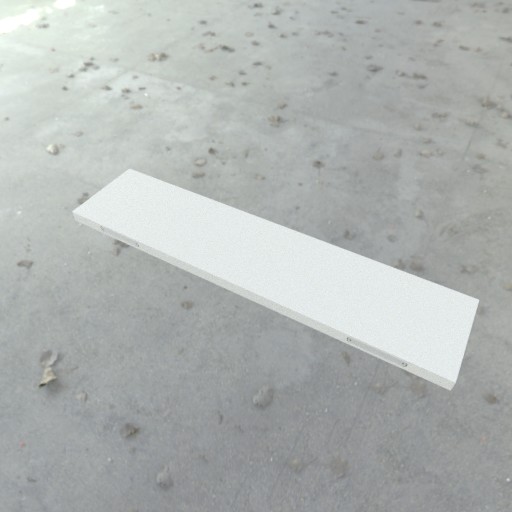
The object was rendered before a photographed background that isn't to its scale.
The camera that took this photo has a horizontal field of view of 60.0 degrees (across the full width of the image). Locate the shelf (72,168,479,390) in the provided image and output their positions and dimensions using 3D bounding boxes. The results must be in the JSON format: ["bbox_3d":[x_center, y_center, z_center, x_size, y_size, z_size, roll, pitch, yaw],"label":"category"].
[{"bbox_3d":[0.000,0.000,0.664,0.610,0.020,0.140,22,50,20],"label":"shelf"}]
